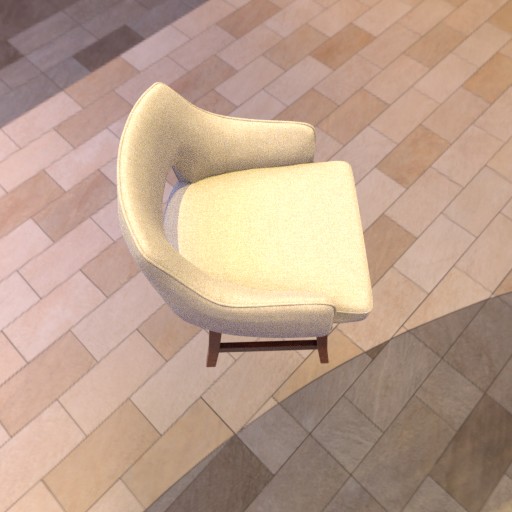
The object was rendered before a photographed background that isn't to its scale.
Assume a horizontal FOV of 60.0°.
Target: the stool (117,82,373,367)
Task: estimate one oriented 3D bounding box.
[{"bbox_3d":[0.000,0.000,1.283,0.560,0.936,0.550,-2,63,-1],"label":"stool"}]
